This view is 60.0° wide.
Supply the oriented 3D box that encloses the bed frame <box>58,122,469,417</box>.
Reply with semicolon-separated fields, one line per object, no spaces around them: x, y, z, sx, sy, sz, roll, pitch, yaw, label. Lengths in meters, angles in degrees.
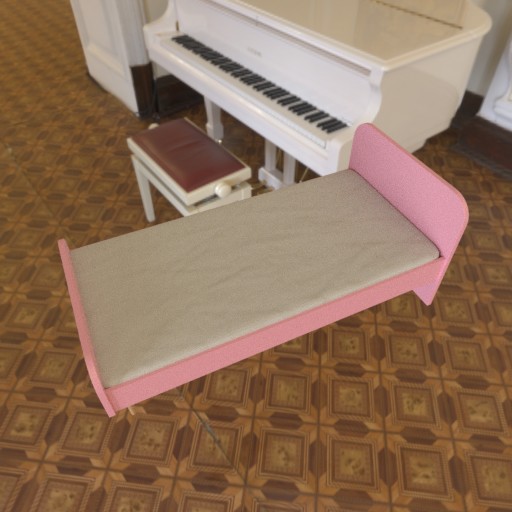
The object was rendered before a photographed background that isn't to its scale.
0.000;0.000;2.525;1.963;0.805;0.998;-19;49;-17;bed frame
